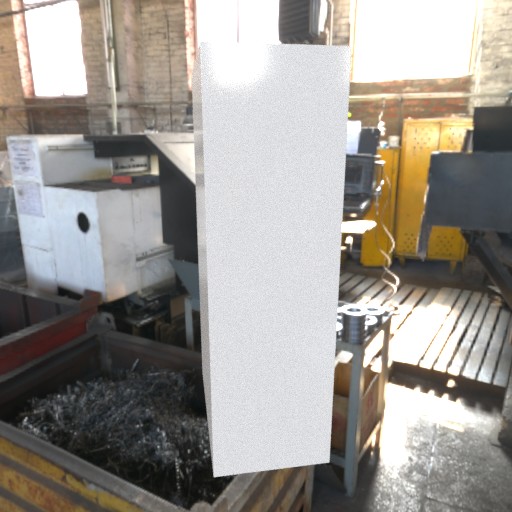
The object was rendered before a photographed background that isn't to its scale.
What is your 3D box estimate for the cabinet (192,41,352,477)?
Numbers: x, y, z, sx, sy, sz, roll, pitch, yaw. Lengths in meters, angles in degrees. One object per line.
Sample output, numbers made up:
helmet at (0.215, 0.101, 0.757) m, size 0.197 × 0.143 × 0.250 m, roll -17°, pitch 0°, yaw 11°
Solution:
cabinet at (0.000, 0.000, 2.381) m, size 0.580 × 1.920 × 0.980 m, roll -3°, pitch 16°, yaw -9°
